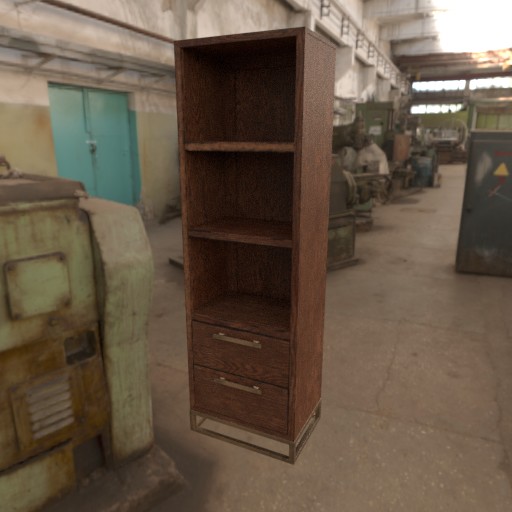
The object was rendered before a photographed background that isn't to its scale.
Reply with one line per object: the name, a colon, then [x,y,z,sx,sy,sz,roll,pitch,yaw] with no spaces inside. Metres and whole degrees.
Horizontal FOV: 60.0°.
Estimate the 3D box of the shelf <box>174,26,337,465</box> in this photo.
shelf: [0.000,0.000,1.965,0.539,1.732,0.395,7,17,25]
